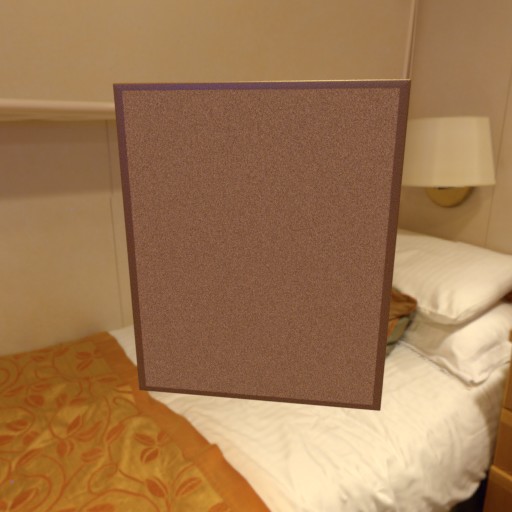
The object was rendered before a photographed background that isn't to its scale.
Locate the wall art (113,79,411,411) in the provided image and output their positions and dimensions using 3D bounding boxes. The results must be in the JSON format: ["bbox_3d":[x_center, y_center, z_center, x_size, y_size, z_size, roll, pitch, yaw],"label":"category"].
[{"bbox_3d":[0.000,0.000,0.515,0.310,0.379,0.015,2,17,8],"label":"wall art"}]
